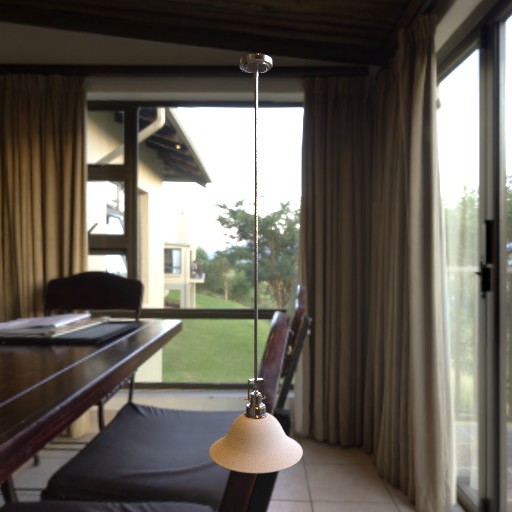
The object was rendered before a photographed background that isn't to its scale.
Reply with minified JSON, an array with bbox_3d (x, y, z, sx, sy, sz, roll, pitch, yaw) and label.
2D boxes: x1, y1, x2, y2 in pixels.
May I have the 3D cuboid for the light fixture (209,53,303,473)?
[{"bbox_3d":[0.000,0.000,1.540,0.324,1.354,0.324,0,0,-17],"label":"light fixture"}]
